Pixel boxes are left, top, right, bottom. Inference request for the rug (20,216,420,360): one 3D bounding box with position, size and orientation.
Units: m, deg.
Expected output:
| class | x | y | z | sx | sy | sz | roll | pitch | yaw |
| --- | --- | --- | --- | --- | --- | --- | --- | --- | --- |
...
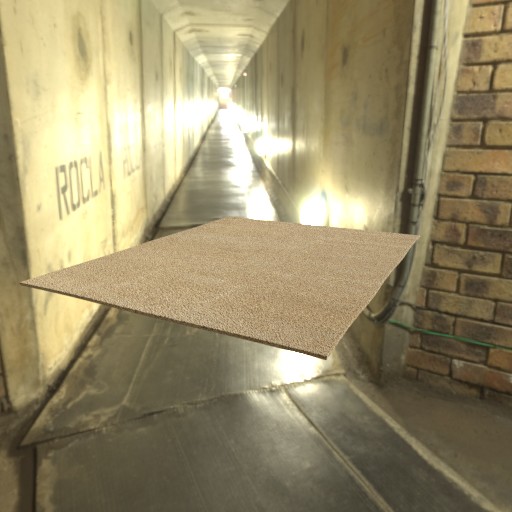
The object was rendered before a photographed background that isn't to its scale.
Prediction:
| class | x | y | z | sx | sy | sz | roll | pitch | yaw |
| --- | --- | --- | --- | --- | --- | --- | --- | --- | --- |
| rug | 0.000 | 0.000 | 4.037 | 2.400 | 0.025 | 3.000 | 8 | 18 | 27 |
